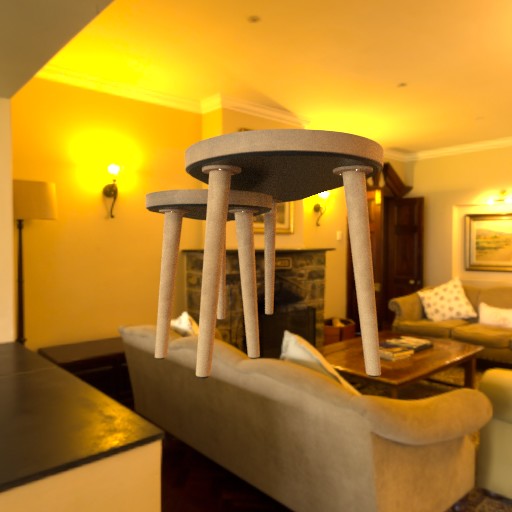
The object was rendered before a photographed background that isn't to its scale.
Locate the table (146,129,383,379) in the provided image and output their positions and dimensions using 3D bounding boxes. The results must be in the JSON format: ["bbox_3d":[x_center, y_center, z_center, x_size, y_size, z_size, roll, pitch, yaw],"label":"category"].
[{"bbox_3d":[0.000,0.000,1.580,0.701,0.595,1.190,0,2,-1],"label":"table"}]
